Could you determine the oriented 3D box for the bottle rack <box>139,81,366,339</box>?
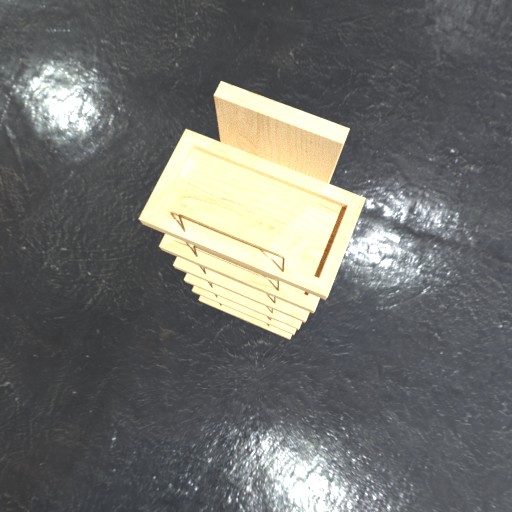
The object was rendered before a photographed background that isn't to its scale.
[{"bbox_3d":[0.000,0.000,1.061,0.330,0.943,0.206,22,76,6],"label":"bottle rack"}]
